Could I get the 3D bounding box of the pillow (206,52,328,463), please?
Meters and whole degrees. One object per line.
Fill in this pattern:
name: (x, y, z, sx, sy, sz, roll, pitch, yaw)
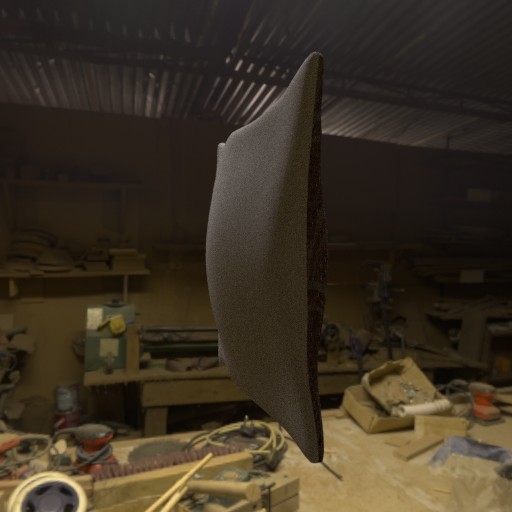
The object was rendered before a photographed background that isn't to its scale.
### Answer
pillow: (0.000, 0.000, 0.787, 0.163, 0.513, 0.514, 0, 1, -18)
